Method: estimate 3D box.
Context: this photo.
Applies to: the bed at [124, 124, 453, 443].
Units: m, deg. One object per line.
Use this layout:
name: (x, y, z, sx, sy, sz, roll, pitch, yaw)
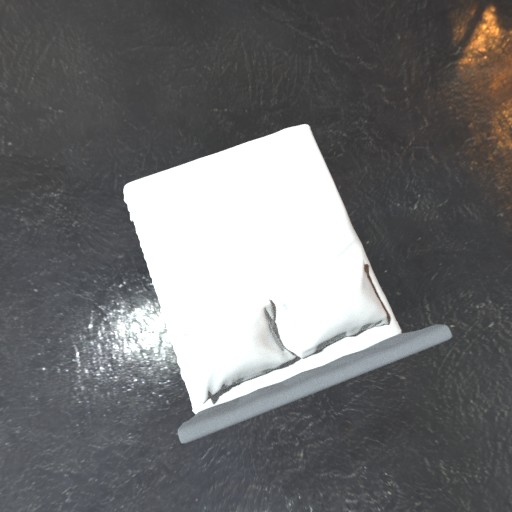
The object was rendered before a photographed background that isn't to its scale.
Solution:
bed: (0.000, 0.000, 3.423, 1.936, 1.577, 2.222, -20, 76, -5)
